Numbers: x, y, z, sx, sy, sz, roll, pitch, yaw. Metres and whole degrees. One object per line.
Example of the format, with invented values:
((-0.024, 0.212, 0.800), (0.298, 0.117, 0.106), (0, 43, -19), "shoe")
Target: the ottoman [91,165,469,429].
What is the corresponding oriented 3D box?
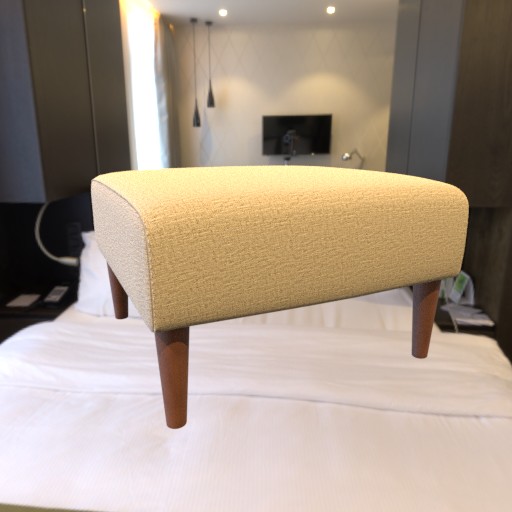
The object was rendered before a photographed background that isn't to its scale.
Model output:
((0.000, 0.000, 1.038), (0.650, 0.398, 0.649), (-7, 16, -25), "ottoman")
